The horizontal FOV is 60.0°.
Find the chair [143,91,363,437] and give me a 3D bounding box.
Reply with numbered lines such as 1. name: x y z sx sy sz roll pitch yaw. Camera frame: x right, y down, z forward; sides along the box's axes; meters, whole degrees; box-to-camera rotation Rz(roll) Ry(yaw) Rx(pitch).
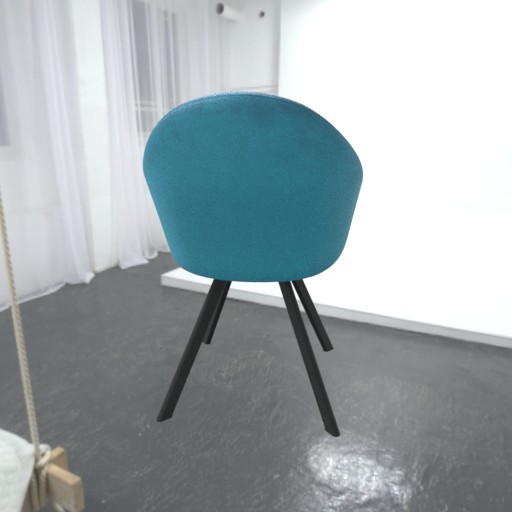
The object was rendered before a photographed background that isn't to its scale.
1. chair: 0.000 0.000 1.185 0.540 0.780 0.570 2 15 7
